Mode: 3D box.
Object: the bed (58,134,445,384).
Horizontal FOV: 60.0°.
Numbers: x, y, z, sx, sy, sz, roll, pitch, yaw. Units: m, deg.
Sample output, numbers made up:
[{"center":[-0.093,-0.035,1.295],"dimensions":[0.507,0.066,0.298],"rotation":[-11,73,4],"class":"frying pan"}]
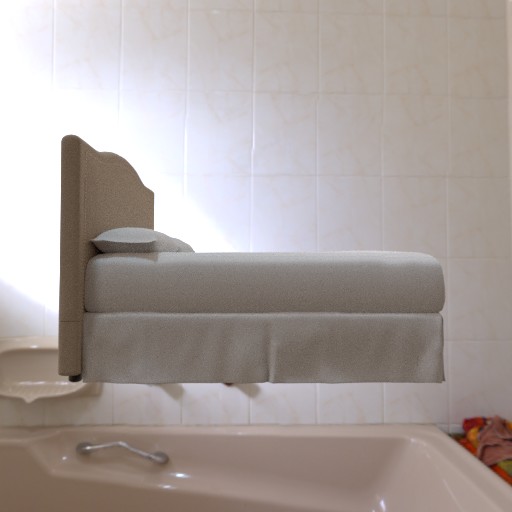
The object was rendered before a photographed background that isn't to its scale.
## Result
[{"center":[0.000,0.000,3.118],"dimensions":[2.052,1.398,1.678],"rotation":[0,-2,0],"class":"bed"}]
